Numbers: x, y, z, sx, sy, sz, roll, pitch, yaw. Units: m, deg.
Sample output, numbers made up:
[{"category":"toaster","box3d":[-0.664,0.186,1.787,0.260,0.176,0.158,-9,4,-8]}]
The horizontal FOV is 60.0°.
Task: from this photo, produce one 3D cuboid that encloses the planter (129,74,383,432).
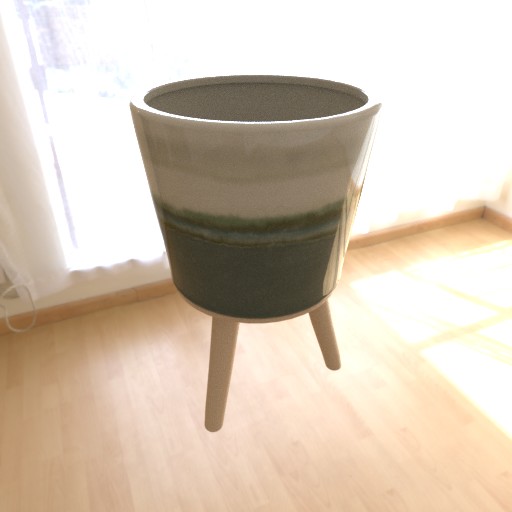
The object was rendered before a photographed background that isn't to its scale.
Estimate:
[{"category":"planter","box3d":[0.000,0.000,0.472,0.217,0.331,0.217,24,39,34]}]
